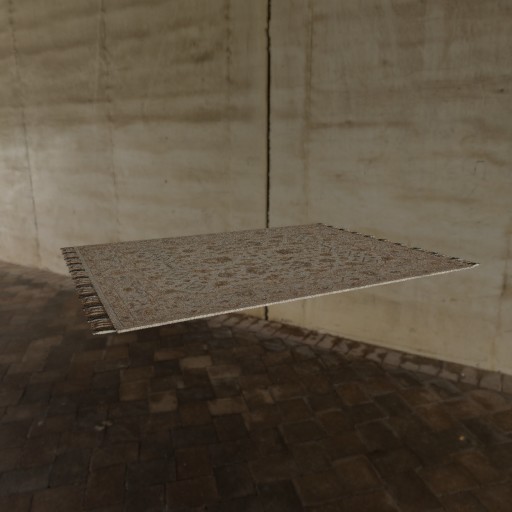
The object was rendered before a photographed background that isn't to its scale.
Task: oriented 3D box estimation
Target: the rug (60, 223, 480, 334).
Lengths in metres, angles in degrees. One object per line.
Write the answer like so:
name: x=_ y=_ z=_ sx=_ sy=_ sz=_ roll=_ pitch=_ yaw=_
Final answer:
rug: x=0.000 y=0.000 z=2.225 sx=1.726 sy=0.009 sz=1.278 roll=-7 pitch=16 yaw=-26
